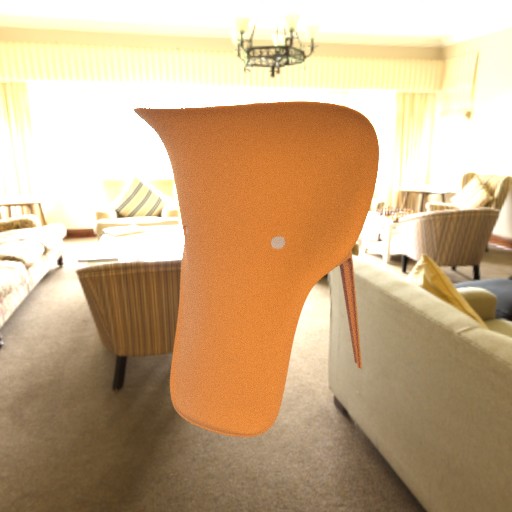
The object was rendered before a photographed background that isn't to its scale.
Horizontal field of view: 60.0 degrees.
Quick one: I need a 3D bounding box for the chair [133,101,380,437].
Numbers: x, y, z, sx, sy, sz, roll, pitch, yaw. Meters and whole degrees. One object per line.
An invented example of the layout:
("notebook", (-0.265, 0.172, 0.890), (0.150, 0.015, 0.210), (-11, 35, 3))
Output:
("chair", (0.000, 0.000, 0.885), (0.451, 0.554, 0.402), (8, 17, 27))
